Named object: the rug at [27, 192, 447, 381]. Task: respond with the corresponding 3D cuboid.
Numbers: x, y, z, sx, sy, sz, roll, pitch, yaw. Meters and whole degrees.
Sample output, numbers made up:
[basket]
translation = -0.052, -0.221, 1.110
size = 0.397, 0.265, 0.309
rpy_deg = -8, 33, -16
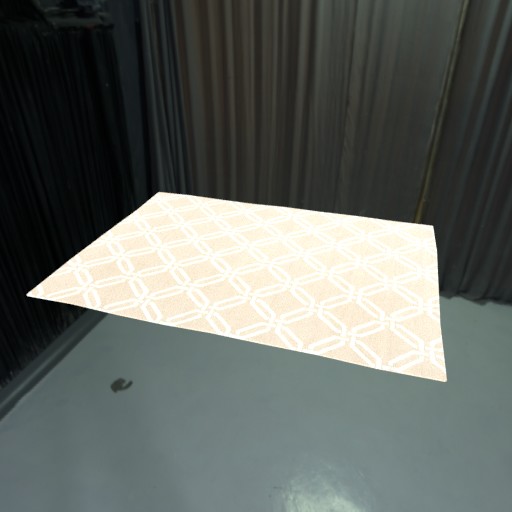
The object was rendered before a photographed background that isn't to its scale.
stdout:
[rug]
translation = 0.000, 0.000, 2.728
size = 2.135, 0.013, 1.524
rpy_deg = 9, 32, 15
